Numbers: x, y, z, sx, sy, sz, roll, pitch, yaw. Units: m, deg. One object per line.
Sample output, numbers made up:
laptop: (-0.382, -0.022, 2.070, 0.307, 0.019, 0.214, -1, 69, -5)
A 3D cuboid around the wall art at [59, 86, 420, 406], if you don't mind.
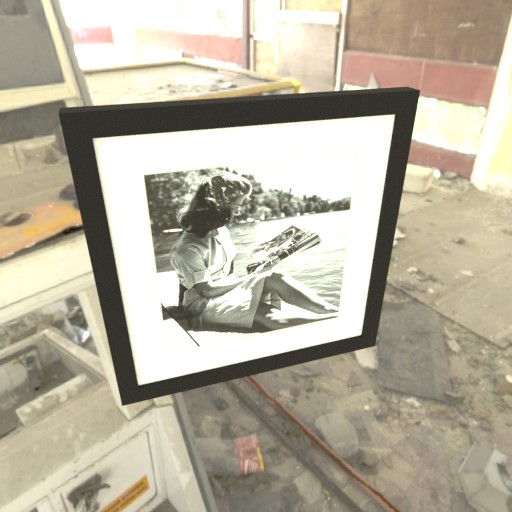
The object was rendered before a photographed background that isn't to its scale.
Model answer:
wall art: (0.000, 0.000, 0.672, 0.462, 0.458, 0.030, -9, 31, -15)
